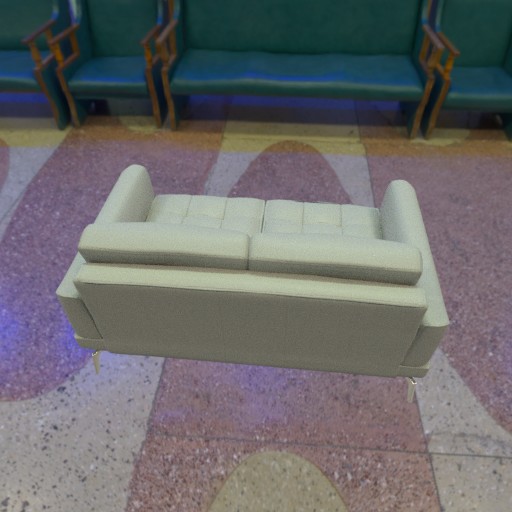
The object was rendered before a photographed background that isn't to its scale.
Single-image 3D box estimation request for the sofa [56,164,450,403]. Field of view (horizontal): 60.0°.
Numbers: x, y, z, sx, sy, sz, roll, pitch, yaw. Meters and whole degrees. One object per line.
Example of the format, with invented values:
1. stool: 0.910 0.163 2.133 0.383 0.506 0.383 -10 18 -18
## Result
1. sofa: 0.000 0.000 2.446 1.819 0.930 1.121 4 45 4
